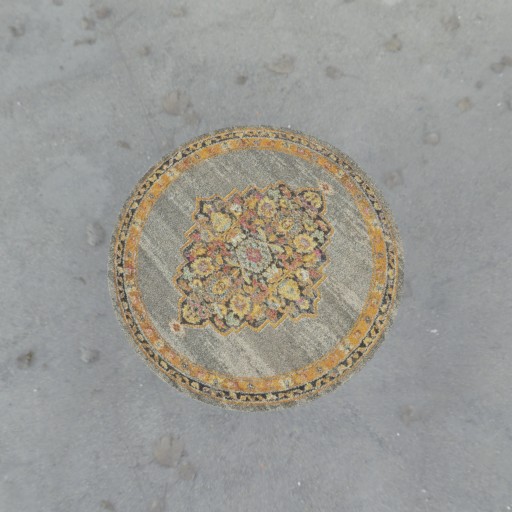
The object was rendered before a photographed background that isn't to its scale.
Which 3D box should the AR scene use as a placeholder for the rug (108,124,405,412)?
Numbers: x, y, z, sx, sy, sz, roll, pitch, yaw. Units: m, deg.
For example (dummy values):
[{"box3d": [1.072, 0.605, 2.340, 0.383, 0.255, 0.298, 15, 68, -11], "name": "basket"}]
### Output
[{"box3d": [0.000, 0.000, 3.566, 2.382, 0.014, 2.382, 0, 75, 0], "name": "rug"}]
